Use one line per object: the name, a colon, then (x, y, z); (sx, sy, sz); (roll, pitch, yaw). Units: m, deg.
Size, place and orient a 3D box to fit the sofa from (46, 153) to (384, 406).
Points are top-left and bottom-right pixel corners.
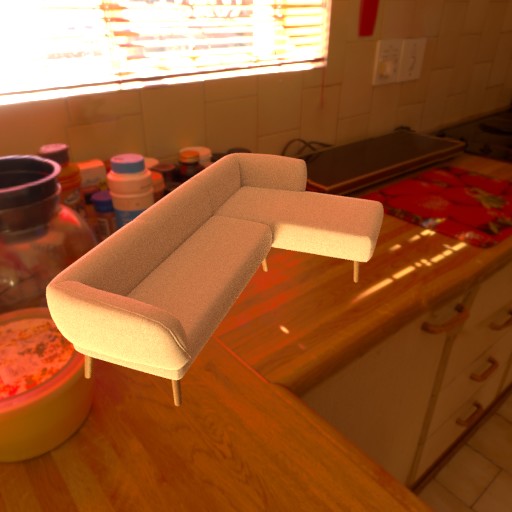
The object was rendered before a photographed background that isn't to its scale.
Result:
sofa: (0.000, 0.000, 3.289); (1.610, 0.730, 2.660); (10, 32, 17)
